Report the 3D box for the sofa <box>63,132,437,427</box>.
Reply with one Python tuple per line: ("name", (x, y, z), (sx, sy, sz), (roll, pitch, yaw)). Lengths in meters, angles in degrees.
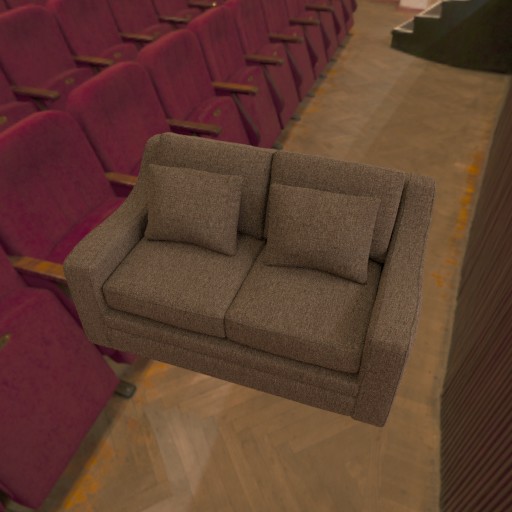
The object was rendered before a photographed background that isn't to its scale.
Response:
("sofa", (0.000, 0.000, 2.487), (1.778, 0.991, 1.120), (12, 42, 14))
